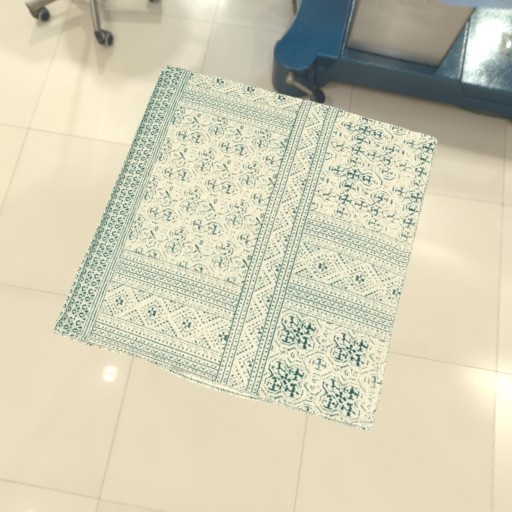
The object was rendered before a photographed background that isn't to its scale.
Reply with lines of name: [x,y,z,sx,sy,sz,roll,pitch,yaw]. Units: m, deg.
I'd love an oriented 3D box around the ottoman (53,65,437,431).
ottoman: [0.000,0.000,1.047,0.617,0.439,0.626,16,76,4]
